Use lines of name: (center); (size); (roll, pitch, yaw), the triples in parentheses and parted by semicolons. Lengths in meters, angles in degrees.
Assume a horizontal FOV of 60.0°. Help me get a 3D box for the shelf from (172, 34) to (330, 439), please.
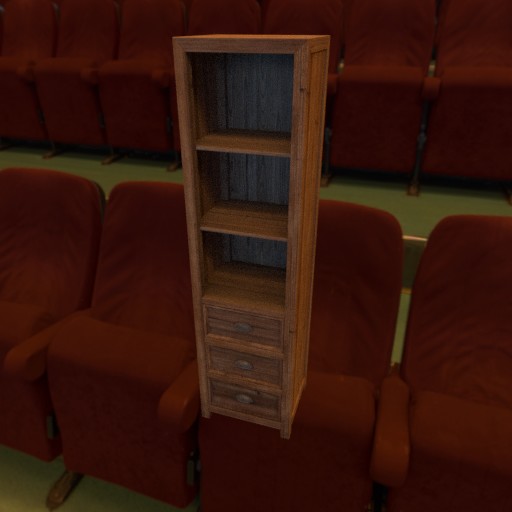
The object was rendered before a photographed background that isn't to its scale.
shelf: (0.000, 0.000, 2.138); (0.500, 1.900, 0.428); (9, 29, 16)
